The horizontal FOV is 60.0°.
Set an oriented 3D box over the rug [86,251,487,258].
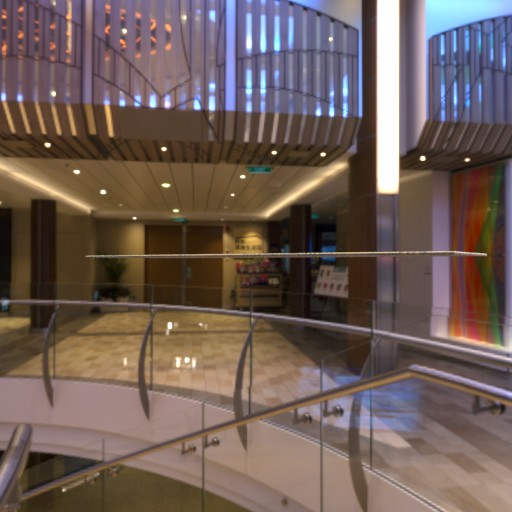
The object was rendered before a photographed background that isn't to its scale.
[{"bbox_3d":[0.000,0.000,2.744,2.452,0.012,0.775,-1,-1,36],"label":"rug"}]
